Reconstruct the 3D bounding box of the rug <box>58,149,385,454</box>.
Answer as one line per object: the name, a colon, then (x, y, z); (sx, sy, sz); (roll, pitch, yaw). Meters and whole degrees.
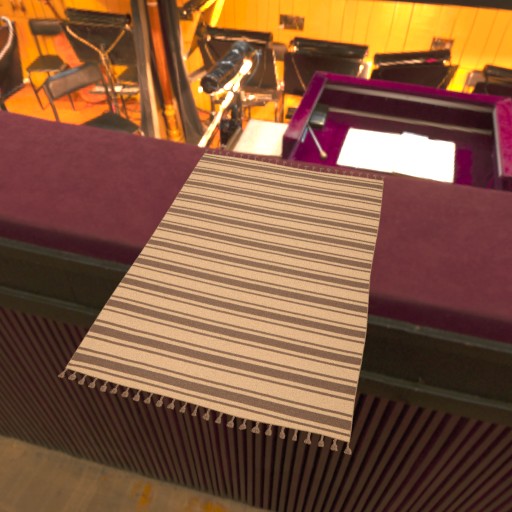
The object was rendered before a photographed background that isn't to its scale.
rug: (0.000, 0.000, 3.900); (2.030, 0.017, 3.040); (11, 47, 11)
